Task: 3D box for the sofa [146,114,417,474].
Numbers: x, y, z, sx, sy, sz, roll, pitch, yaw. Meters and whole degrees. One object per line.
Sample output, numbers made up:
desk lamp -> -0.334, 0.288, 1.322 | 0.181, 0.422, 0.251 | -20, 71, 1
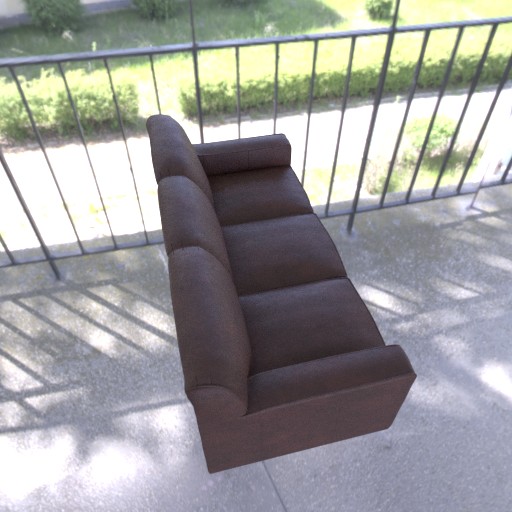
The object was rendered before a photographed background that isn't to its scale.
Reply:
sofa -> 0.000, 0.000, 2.594 | 1.008, 0.953, 2.039 | -10, 47, -9
